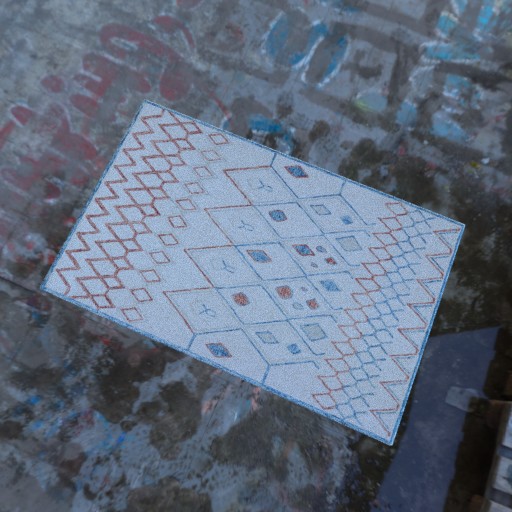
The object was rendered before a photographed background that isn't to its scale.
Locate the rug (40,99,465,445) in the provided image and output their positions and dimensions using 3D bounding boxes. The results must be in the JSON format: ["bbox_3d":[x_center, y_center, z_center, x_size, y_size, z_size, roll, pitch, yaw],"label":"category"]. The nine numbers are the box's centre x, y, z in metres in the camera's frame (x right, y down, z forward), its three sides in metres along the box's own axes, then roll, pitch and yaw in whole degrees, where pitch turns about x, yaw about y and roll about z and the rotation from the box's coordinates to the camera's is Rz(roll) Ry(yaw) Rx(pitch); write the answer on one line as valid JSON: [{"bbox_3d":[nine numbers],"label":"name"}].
[{"bbox_3d":[0.000,0.000,2.958,2.438,0.015,1.524,23,77,5],"label":"rug"}]
